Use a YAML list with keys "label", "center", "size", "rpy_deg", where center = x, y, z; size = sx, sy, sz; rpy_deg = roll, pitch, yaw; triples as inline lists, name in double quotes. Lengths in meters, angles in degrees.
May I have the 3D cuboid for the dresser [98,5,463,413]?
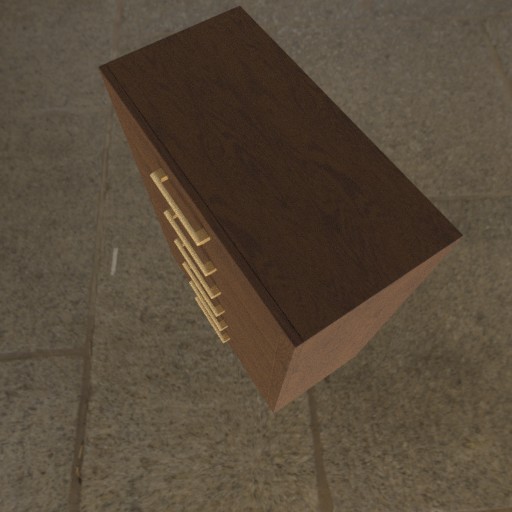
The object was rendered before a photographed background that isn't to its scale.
- label: "dresser"
  center: [0.000, 0.000, 1.732]
  size: [0.516, 1.320, 0.964]
  rpy_deg: [-31, 68, -14]
